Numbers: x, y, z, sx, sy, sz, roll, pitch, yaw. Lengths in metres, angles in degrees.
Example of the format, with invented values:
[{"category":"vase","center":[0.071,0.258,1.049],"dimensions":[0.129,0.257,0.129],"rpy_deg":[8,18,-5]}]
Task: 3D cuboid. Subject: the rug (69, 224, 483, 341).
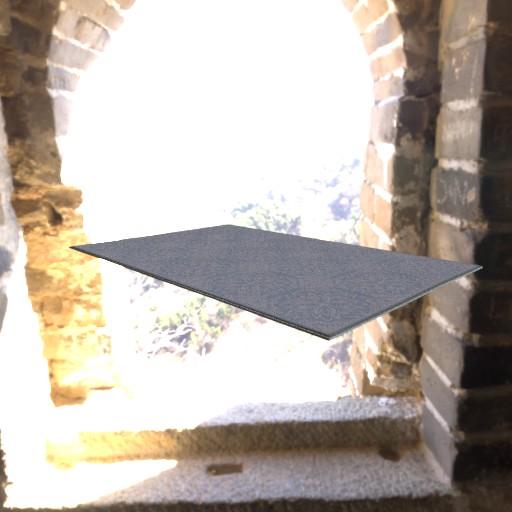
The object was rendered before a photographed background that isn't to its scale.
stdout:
[{"category":"rug","center":[0.000,0.000,3.477],"dimensions":[1.819,0.018,2.746],"rpy_deg":[-12,18,-43]}]
